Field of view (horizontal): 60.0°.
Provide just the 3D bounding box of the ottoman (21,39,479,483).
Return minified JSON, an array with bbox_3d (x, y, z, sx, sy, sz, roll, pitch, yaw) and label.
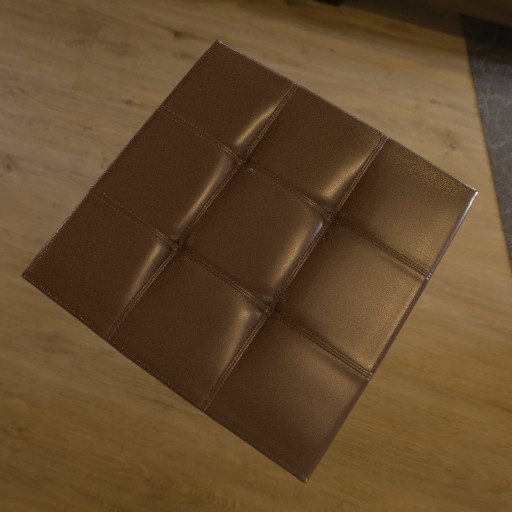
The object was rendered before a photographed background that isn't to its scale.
[{"bbox_3d":[0.000,0.000,1.236,0.787,0.460,0.788,33,78,8],"label":"ottoman"}]
